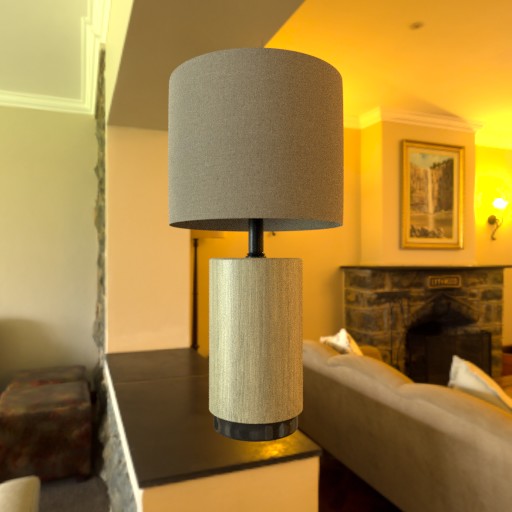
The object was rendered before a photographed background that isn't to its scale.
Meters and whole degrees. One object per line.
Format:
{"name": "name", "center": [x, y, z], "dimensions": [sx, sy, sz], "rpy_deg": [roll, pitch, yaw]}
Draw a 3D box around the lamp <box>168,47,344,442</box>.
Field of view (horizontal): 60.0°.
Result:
{"name": "lamp", "center": [0.000, 0.000, 0.585], "dimensions": [0.228, 0.444, 0.228], "rpy_deg": [0, -1, 19]}
